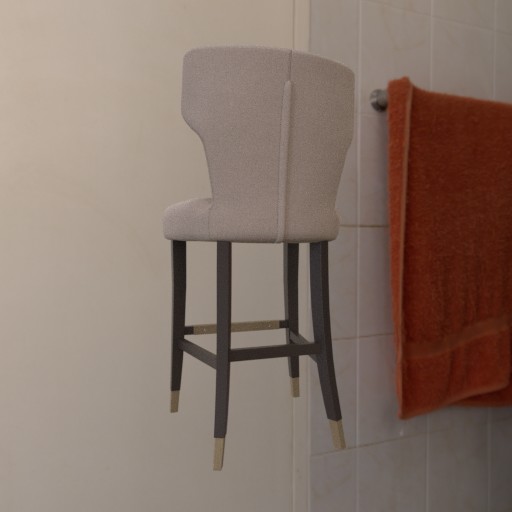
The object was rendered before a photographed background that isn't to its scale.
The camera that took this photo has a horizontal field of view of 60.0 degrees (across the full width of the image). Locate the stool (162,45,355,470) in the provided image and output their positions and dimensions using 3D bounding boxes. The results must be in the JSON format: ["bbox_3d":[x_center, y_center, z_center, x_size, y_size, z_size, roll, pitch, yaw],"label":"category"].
[{"bbox_3d":[0.000,0.000,1.400,0.526,1.092,0.563,-1,2,-19],"label":"stool"}]
